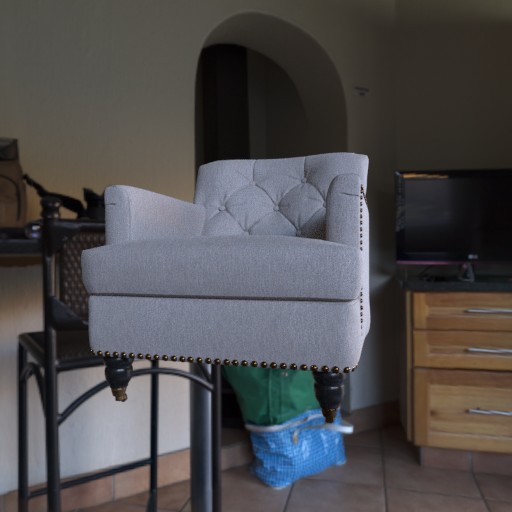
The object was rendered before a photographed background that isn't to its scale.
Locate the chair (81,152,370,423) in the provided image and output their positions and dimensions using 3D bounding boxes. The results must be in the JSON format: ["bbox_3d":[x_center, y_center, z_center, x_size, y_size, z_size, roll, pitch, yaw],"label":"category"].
[{"bbox_3d":[0.000,0.000,1.489,0.737,0.823,0.902,0,-1,16],"label":"chair"}]
